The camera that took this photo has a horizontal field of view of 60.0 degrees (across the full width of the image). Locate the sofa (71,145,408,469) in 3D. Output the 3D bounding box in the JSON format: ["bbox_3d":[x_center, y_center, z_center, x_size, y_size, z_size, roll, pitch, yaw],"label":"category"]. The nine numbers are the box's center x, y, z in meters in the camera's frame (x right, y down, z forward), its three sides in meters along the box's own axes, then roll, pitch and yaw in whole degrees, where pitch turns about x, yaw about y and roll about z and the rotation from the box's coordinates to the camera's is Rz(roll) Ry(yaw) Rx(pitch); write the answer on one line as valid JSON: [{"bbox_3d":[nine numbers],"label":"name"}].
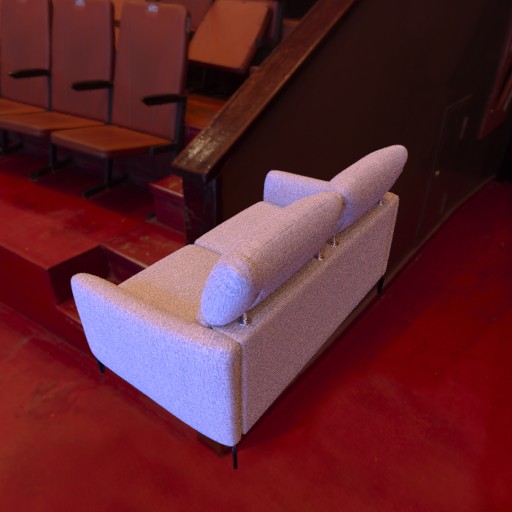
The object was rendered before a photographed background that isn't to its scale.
[{"bbox_3d":[0.000,0.000,2.175,0.905,0.950,1.540,22,39,30],"label":"sofa"}]
